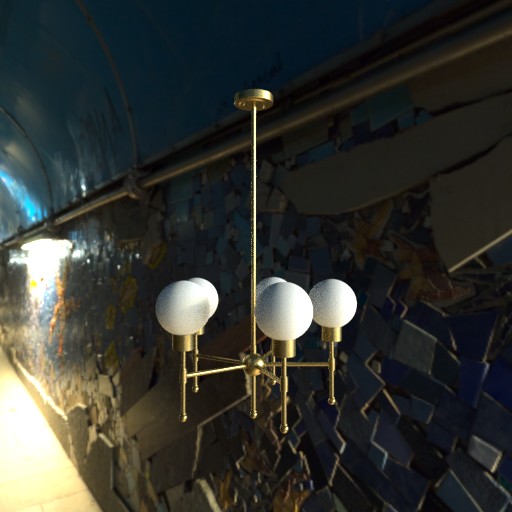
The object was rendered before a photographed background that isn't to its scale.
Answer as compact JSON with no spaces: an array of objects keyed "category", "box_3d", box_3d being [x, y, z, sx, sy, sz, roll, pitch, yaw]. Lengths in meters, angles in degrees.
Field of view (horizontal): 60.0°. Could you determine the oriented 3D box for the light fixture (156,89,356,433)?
[{"category":"light fixture","box_3d":[0.000,0.000,1.806,0.815,1.331,0.785,0,-1,-19]}]
